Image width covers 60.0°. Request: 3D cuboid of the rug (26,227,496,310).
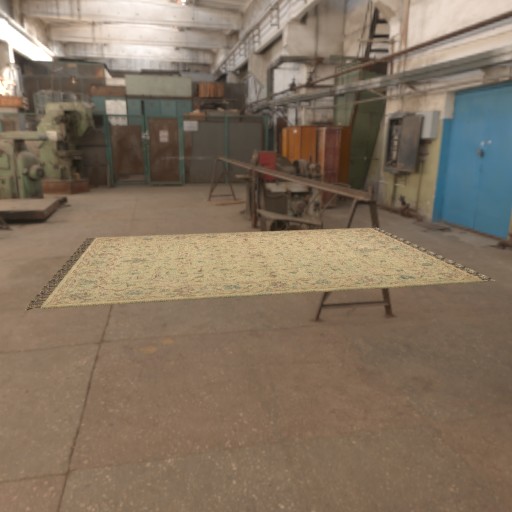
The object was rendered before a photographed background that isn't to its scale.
[{"bbox_3d":[0.000,0.000,2.966,2.435,0.010,1.544,-3,15,-10],"label":"rug"}]
